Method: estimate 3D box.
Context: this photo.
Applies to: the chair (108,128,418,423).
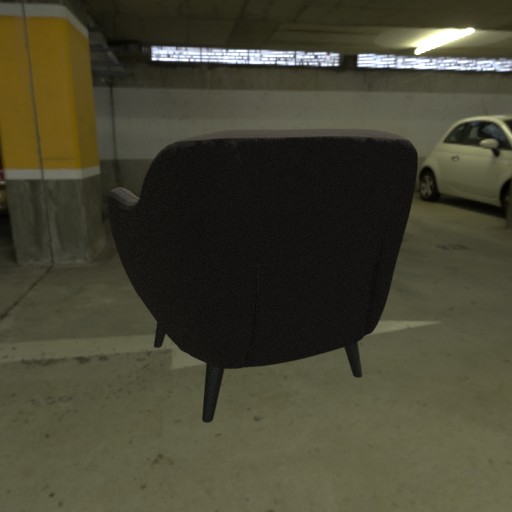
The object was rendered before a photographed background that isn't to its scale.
[{"bbox_3d":[0.000,0.000,1.496,0.840,0.807,0.819,-7,16,-26],"label":"chair"}]
